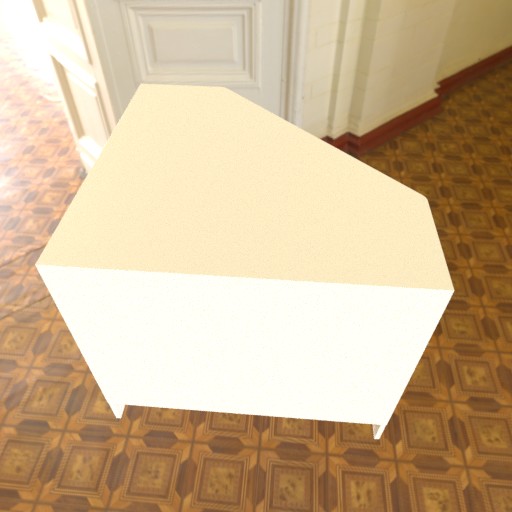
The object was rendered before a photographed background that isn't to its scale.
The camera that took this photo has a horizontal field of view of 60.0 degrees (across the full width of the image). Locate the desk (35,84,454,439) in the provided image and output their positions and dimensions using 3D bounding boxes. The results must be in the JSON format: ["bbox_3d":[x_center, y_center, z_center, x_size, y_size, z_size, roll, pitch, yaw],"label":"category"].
[{"bbox_3d":[0.000,0.000,1.603,0.940,0.818,0.926,3,46,3],"label":"desk"}]
